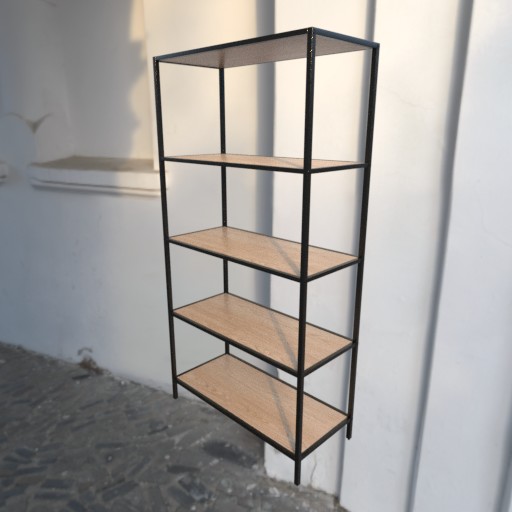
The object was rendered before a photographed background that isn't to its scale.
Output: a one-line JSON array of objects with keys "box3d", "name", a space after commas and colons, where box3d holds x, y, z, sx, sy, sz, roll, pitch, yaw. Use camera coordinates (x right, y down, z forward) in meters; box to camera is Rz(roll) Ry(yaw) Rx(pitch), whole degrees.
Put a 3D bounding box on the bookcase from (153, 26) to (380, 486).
[{"box3d": [0.000, 0.000, 1.765, 0.770, 1.500, 0.350, 16, 22, 42], "name": "bookcase"}]
